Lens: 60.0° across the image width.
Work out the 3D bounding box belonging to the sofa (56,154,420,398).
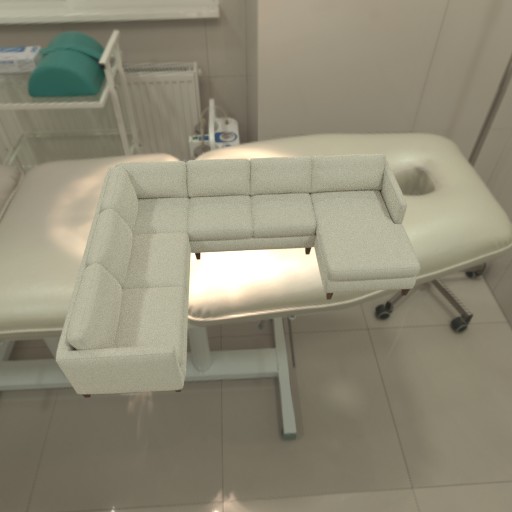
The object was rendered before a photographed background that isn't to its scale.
[{"bbox_3d":[0.000,0.000,4.459,3.238,0.853,2.551,-3,47,-3],"label":"sofa"}]
